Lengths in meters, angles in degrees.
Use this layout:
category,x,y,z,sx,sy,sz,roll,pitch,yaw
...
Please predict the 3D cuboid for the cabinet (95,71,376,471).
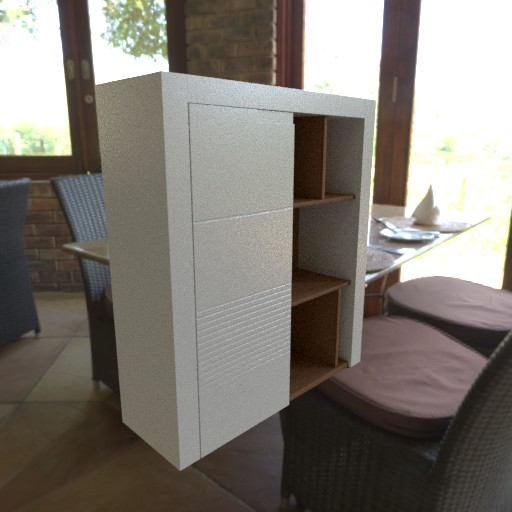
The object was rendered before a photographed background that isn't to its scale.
category,x,y,z,sx,sy,sz,roll,pitch,yaw
cabinet,0.000,0.000,1.659,0.990,1.150,0.348,-13,19,-43
